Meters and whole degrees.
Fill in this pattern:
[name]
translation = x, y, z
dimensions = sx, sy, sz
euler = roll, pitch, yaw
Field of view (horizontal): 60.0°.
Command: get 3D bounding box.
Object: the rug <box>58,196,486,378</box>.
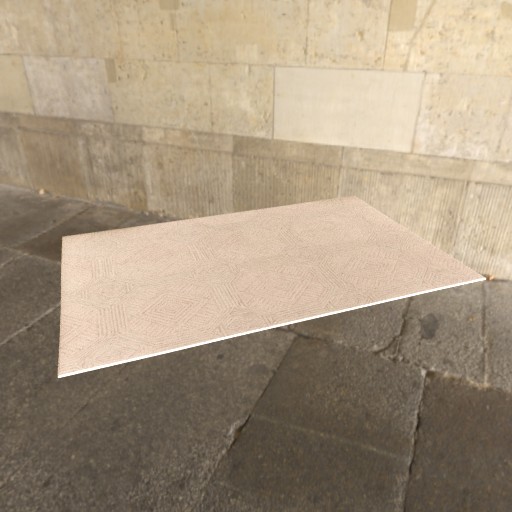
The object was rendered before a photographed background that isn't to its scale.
[rug]
translation = 0.000, 0.000, 2.969
dimensions = 2.440, 0.008, 1.524
euler = -10, 30, -18
